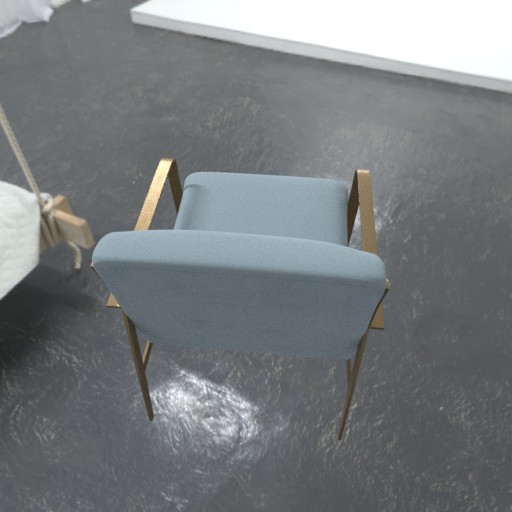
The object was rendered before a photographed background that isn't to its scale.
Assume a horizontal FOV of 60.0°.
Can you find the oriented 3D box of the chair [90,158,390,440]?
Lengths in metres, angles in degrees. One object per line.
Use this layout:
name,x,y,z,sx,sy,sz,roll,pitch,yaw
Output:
chair,0.000,0.000,1.435,0.701,0.824,0.842,4,46,4
